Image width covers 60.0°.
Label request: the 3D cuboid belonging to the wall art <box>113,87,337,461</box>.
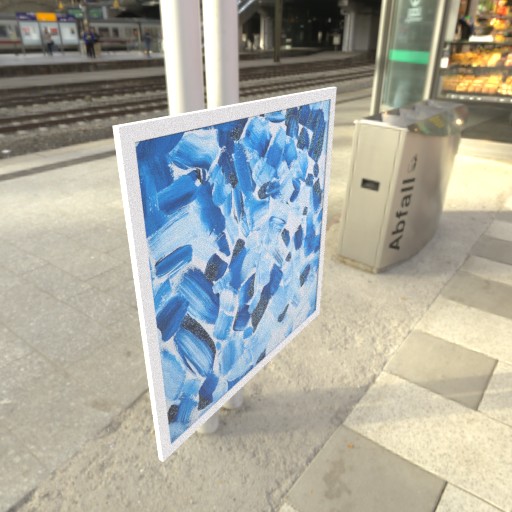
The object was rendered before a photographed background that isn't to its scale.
[{"bbox_3d":[0.000,0.000,1.222,0.015,0.812,0.812,18,31,32],"label":"wall art"}]
